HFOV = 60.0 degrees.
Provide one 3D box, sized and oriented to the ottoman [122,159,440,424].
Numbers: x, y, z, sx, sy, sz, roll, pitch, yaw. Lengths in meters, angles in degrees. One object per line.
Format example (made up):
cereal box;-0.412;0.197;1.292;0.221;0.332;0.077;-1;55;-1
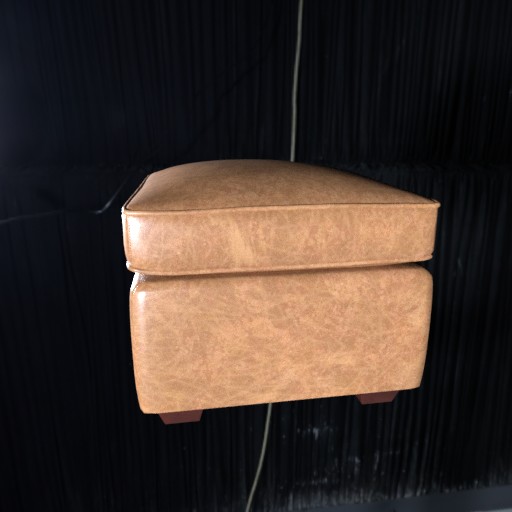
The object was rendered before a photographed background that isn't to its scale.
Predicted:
ottoman;0.000;0.000;1.112;0.554;0.468;0.756;-2;15;-9
